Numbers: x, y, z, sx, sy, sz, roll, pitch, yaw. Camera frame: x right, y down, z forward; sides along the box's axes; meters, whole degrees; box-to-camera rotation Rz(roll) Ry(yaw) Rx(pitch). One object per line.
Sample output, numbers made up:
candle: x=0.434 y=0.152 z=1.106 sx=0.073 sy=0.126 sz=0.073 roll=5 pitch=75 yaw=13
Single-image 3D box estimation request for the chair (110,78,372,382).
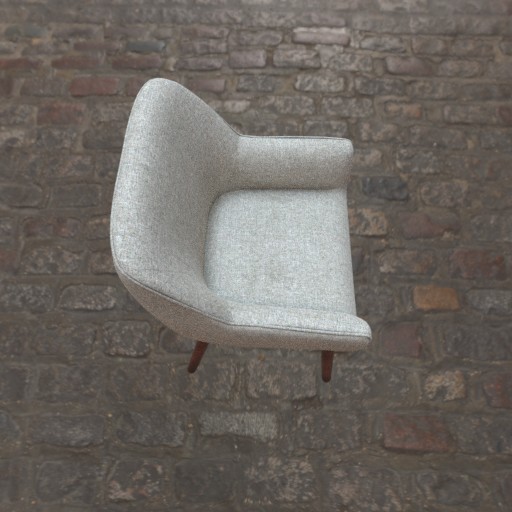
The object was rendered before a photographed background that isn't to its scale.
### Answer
chair: x=0.000 y=0.000 z=1.179 sx=0.519 sy=0.803 sz=0.543 roll=1 pitch=63 yaw=1
